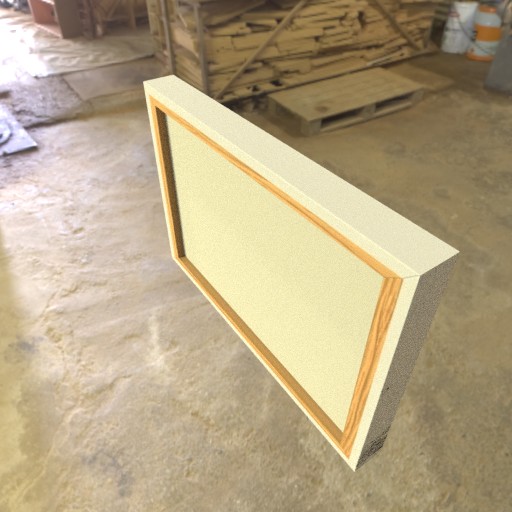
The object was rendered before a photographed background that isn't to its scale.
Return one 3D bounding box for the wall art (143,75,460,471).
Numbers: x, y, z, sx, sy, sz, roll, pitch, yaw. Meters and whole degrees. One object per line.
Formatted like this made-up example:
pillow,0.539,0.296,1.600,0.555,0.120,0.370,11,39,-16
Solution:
wall art,0.000,0.000,0.465,0.038,0.259,0.381,-25,47,-26
